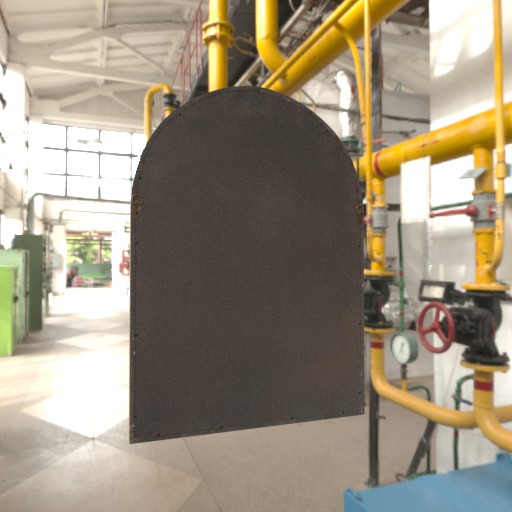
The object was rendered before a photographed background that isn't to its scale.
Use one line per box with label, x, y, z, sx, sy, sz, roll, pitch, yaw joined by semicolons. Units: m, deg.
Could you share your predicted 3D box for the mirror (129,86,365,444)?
mirror;0.000;0.000;1.206;0.660;0.920;0.032;0;-1;-19
